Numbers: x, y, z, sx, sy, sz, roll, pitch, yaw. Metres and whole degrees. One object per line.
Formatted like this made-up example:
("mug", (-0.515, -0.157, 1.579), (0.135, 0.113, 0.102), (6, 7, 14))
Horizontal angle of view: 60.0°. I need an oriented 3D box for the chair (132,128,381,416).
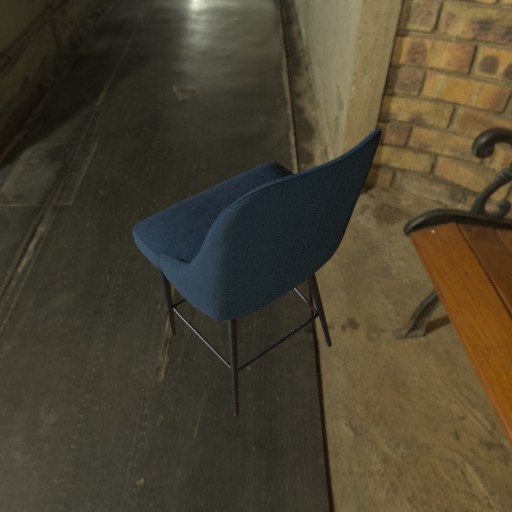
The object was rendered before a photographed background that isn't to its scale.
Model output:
("chair", (0.000, 0.000, 1.257), (0.526, 0.927, 0.489), (-30, 54, -24))
